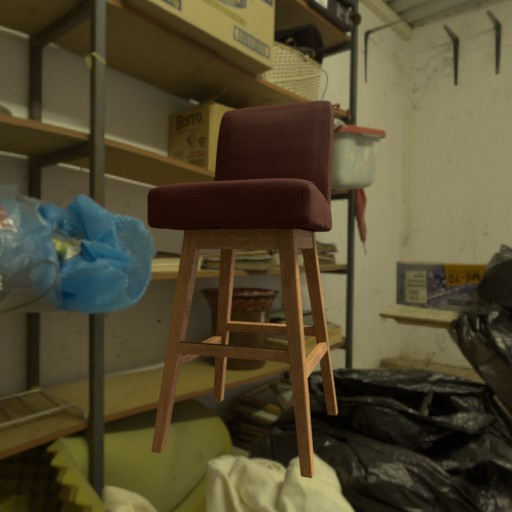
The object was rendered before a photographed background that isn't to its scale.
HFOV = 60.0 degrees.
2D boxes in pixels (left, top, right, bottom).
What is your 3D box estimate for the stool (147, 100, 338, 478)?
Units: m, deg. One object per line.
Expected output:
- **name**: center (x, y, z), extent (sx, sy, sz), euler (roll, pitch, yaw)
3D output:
- **stool**: center (0.000, 0.000, 1.394), extent (0.468, 1.093, 0.562), euler (0, 1, 18)
